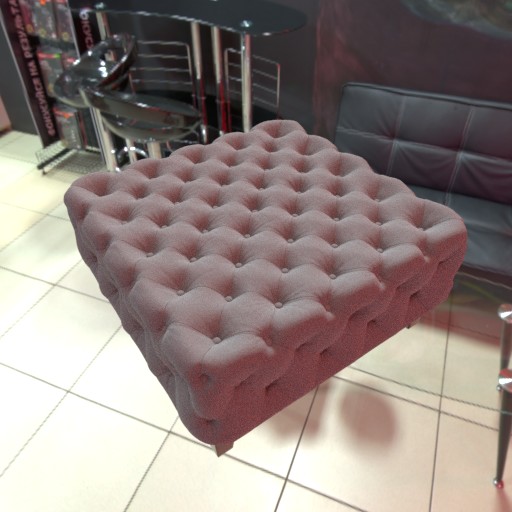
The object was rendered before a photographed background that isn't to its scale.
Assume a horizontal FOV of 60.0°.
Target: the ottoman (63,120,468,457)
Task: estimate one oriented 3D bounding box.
[{"bbox_3d":[0.000,0.000,1.422,0.917,0.439,0.911,-25,47,-26],"label":"ottoman"}]
